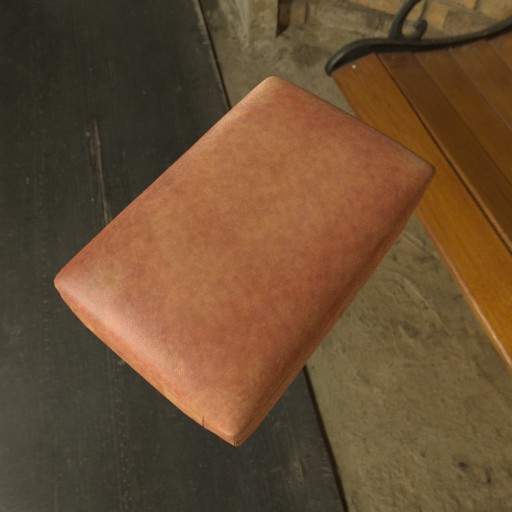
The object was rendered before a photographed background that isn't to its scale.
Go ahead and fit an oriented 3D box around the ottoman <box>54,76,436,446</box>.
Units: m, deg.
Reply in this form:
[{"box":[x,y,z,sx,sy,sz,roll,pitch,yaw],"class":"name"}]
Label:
[{"box":[0.000,0.000,1.225,0.565,0.507,0.852,36,70,15],"class":"ottoman"}]
